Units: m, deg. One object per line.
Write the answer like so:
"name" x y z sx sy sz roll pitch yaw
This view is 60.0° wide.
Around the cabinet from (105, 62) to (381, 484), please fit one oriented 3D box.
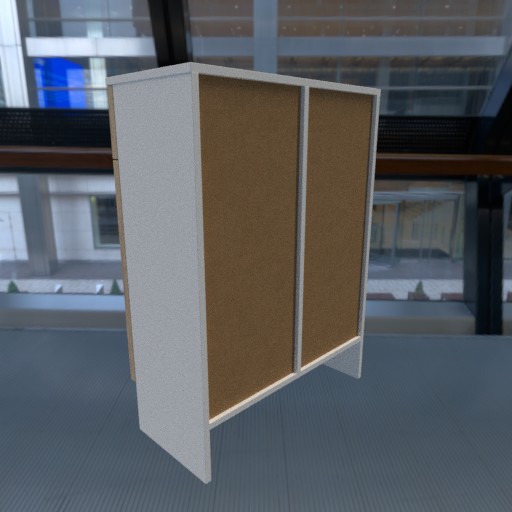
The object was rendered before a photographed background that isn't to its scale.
"cabinet" 0.000 0.000 1.123 0.296 0.815 0.600 14 21 43
